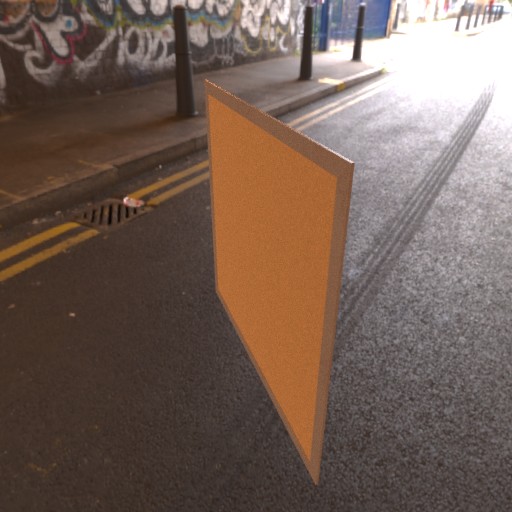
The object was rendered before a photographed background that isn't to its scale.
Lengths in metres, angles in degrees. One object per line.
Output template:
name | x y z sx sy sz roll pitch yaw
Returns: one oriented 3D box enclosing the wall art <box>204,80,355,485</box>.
wall art | 0.000 0.000 1.640 0.025 1.067 1.168 -10 32 -18
